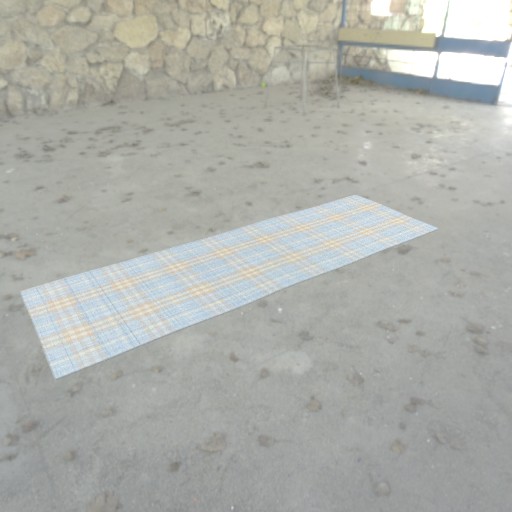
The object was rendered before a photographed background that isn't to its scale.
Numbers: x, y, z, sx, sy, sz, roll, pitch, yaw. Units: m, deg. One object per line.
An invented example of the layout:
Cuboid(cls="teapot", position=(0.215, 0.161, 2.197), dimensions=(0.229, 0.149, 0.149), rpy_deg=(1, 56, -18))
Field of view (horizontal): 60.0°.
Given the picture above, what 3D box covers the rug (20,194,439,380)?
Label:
Cuboid(cls="rug", position=(0.000, 0.000, 2.618), dimensions=(2.439, 0.013, 0.762), rpy_deg=(-18, 34, -30))
